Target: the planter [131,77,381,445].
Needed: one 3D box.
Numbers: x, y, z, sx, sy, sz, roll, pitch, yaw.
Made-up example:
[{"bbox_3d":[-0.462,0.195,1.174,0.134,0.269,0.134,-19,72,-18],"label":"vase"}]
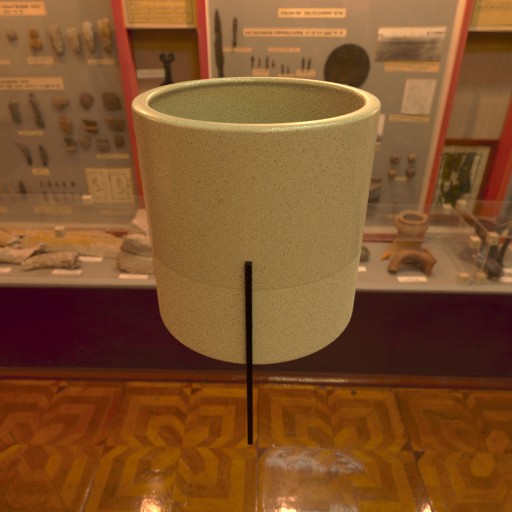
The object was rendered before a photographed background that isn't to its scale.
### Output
[{"bbox_3d":[0.000,0.000,0.689,0.314,0.475,0.323,2,31,3],"label":"planter"}]
